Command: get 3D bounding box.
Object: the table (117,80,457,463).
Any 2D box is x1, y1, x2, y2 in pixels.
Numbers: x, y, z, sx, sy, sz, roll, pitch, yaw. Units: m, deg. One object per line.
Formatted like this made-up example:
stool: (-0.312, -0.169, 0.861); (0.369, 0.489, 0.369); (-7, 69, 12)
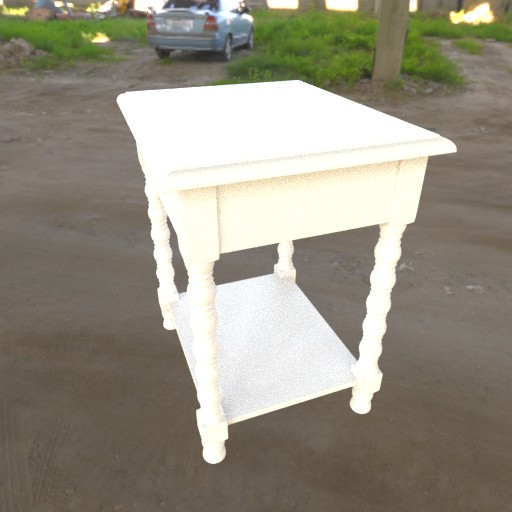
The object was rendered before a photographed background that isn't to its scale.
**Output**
table: (0.000, 0.000, 0.826); (0.381, 0.531, 0.460); (-11, 33, -18)
